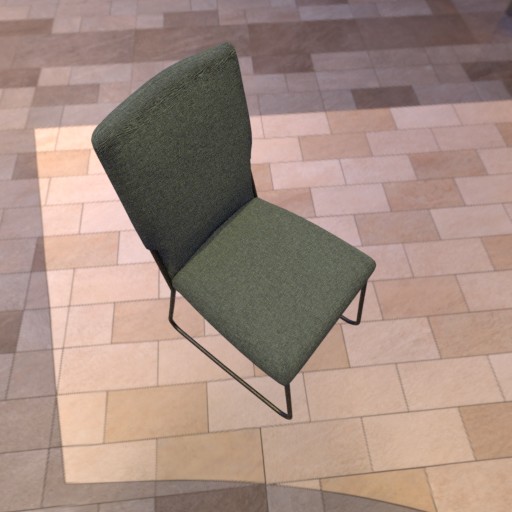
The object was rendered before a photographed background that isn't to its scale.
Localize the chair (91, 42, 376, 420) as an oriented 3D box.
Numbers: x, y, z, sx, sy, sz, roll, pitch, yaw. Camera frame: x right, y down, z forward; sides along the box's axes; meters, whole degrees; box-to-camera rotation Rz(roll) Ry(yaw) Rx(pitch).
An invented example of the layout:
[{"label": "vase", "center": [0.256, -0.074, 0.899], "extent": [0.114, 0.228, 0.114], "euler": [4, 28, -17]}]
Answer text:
[{"label": "chair", "center": [0.000, 0.000, 1.290], "extent": [0.635, 0.931, 0.480], "euler": [34, 64, 19]}]
